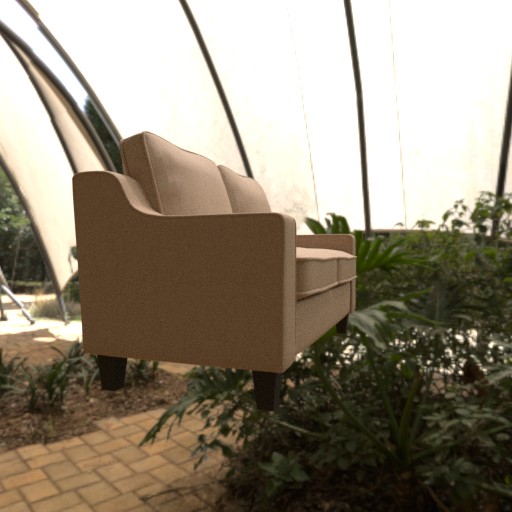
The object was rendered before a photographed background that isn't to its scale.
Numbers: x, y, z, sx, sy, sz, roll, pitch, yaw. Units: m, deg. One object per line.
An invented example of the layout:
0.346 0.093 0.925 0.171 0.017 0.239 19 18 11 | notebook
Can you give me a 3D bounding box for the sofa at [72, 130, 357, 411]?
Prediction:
0.000 0.000 3.556 1.351 1.562 2.587 0 0 20 | sofa
